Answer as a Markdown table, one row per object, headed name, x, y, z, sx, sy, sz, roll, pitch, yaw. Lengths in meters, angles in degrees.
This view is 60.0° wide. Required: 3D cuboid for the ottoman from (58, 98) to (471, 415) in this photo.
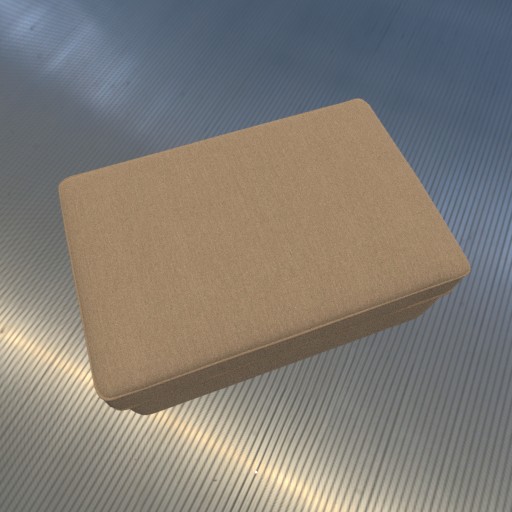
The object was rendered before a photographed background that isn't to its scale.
| name | x | y | z | sx | sy | sz | roll | pitch | yaw |
| --- | --- | --- | --- | --- | --- | --- | --- | --- | --- |
| ottoman | 0.000 | 0.000 | 1.312 | 0.945 | 0.521 | 0.636 | -18 | 65 | -8 |
